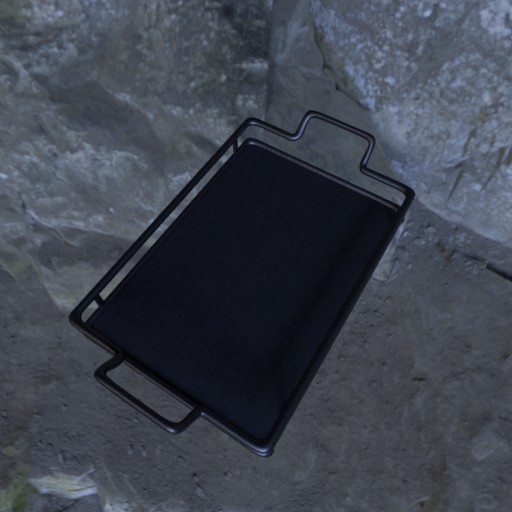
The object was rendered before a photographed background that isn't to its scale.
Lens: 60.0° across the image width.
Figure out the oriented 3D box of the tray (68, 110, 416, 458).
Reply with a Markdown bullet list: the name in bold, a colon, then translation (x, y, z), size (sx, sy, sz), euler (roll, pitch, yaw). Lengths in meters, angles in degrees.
- **tray**: translation (0.000, 0.000, 0.611), size (0.297, 0.101, 0.495), euler (29, 64, 16)
